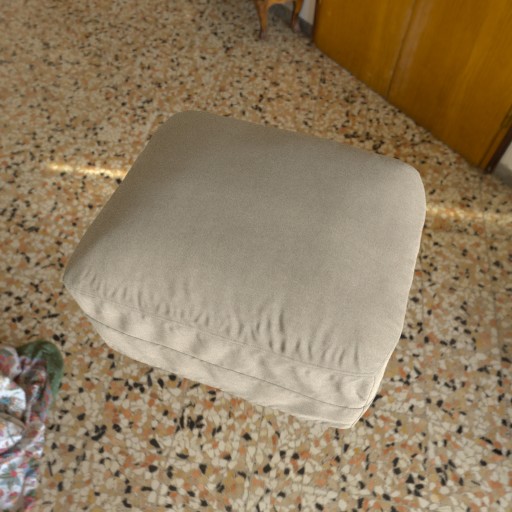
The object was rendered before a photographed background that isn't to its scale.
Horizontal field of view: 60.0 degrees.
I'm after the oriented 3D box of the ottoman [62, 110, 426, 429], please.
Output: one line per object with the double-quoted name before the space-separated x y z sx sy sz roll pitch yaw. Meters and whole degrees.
"ottoman" 0.000 0.000 1.082 0.712 0.480 0.584 17 58 11
